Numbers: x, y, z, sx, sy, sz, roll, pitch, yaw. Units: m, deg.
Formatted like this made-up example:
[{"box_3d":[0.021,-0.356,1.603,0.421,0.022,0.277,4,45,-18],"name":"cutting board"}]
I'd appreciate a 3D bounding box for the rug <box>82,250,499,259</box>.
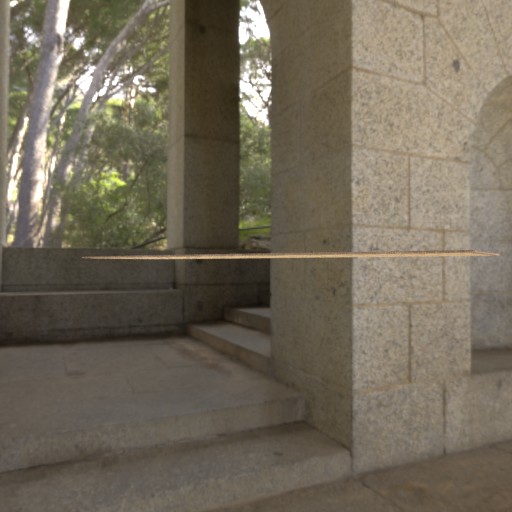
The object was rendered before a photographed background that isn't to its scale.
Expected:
[{"box_3d":[0.000,0.000,2.593,2.437,0.013,0.685,-1,-1,35],"name":"rug"}]
